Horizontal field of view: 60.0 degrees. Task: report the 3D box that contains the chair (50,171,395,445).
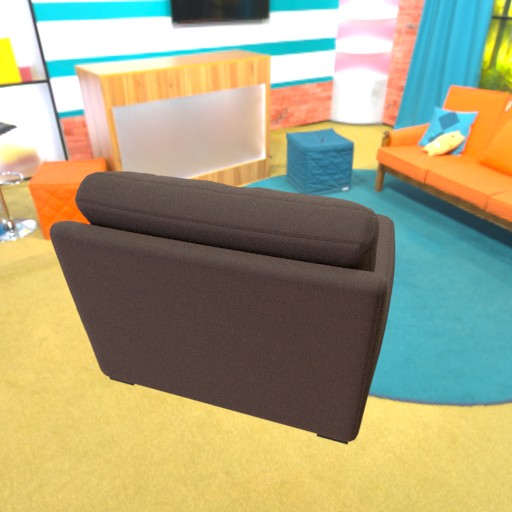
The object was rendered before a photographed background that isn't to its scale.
[{"bbox_3d":[0.000,0.000,1.948,1.168,0.940,1.143,10,33,15],"label":"chair"}]
